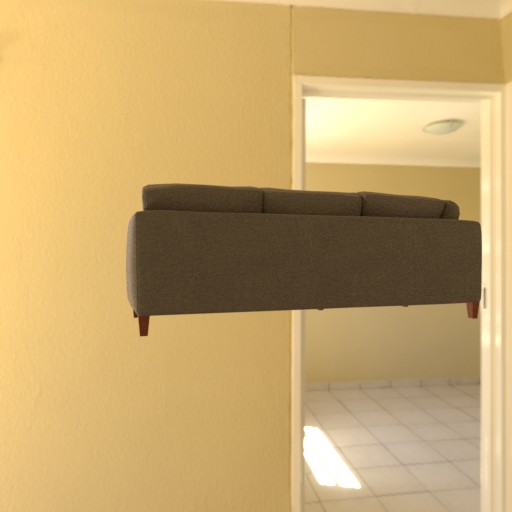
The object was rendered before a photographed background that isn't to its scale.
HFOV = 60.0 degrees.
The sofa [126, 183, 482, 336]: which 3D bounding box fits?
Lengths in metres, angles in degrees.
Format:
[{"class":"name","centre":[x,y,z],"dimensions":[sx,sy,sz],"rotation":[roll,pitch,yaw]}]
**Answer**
[{"class":"sofa","centre":[0.000,0.000,4.510],"dimensions":[2.593,0.947,3.302],"rotation":[0,0,-18]}]
